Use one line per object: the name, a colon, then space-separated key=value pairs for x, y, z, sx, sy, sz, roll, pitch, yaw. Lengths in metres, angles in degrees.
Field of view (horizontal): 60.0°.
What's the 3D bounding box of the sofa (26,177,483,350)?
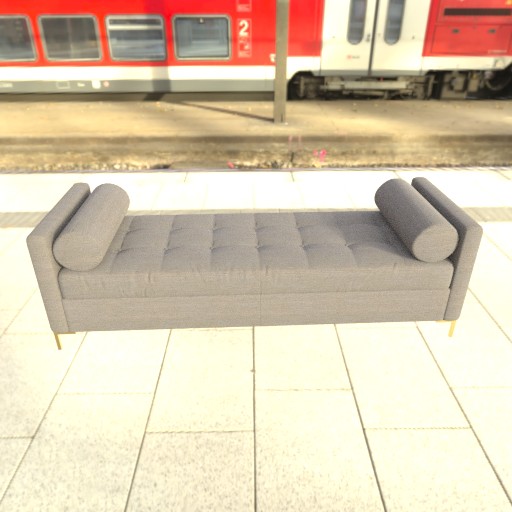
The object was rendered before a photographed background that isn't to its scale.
sofa: x=0.000 y=0.000 z=2.340 sx=1.981 sy=0.635 sz=0.686 roll=-1 pitch=29 yaw=-2
